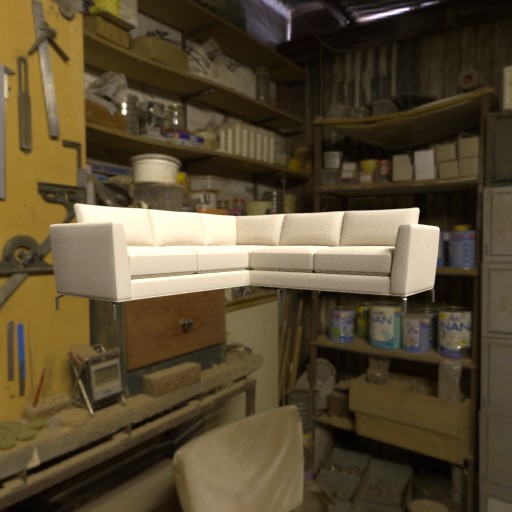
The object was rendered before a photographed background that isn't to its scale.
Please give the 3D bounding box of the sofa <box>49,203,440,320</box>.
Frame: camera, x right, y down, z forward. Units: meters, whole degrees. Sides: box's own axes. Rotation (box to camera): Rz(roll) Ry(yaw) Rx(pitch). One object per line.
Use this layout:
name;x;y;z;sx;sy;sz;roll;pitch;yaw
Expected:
sofa;0.000;0.000;3.848;2.448;0.867;2.430;1;2;37
